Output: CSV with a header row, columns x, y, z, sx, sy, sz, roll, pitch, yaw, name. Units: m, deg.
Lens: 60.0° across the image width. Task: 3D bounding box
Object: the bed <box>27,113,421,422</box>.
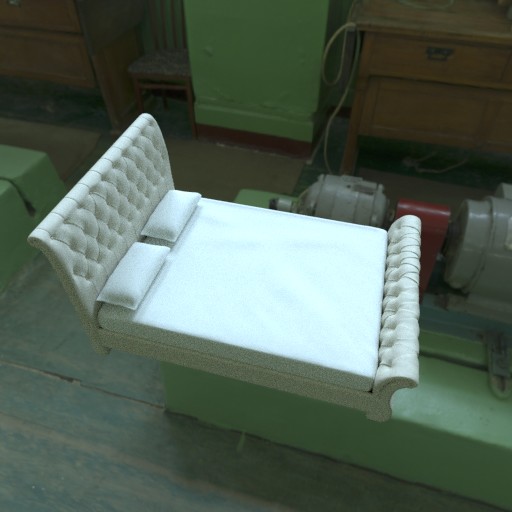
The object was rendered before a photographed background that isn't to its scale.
x,y,z,sx,sy,sz,roll,pitch,yaw,name
0.000,0.000,3.456,2.493,1.268,1.606,11,47,11,bed
